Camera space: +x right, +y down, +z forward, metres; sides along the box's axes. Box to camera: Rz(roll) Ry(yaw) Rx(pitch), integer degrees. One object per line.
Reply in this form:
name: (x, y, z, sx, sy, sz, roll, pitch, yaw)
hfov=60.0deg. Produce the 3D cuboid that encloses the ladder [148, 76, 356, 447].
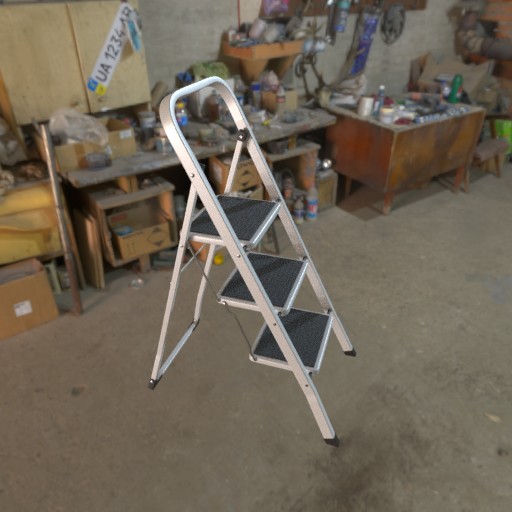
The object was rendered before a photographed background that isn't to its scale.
ladder: (0.000, 0.000, 1.445, 0.711, 1.050, 0.460, 10, 32, 16)
